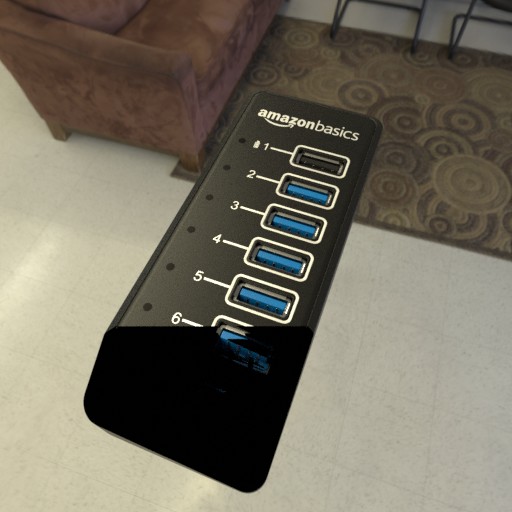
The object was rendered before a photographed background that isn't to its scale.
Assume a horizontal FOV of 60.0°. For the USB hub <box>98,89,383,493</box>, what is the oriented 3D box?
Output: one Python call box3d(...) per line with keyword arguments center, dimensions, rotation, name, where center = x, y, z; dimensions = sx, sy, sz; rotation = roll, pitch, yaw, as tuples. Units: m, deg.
box3d(center=(0.000, 0.000, 0.123), dimensions=(0.044, 0.023, 0.110), rotation=(18, 60, 11), name="USB hub")
